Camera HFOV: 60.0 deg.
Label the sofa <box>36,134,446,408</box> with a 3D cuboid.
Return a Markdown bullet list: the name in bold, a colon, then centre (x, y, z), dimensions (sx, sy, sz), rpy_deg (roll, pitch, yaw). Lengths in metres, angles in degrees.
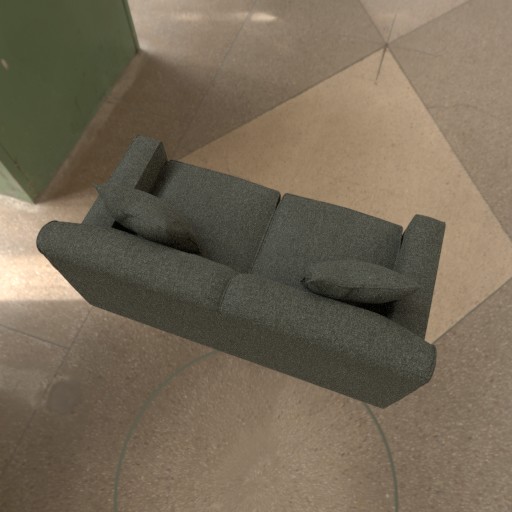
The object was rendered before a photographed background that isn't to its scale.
- **sofa**: centre (0.000, 0.000, 2.455), dimensions (1.846, 0.958, 0.998), rpy_deg (18, 64, 9)
